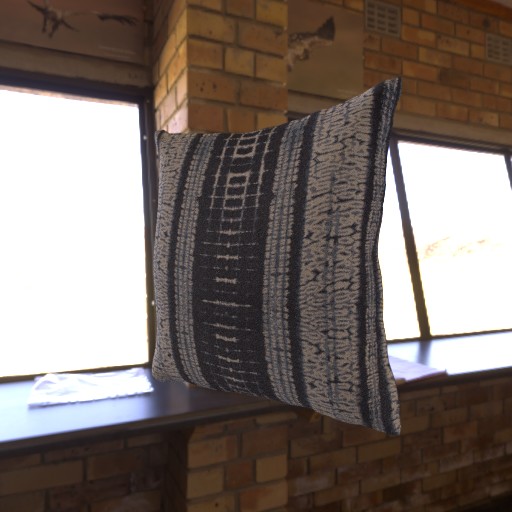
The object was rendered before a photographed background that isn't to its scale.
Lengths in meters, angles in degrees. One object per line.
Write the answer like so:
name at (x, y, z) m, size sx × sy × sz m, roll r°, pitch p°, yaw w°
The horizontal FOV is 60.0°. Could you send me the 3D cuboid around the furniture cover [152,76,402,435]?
furniture cover at (0.000, 0.000, 0.653) m, size 0.425 × 0.435 × 0.133 m, roll 0°, pitch 0°, yaw 34°
